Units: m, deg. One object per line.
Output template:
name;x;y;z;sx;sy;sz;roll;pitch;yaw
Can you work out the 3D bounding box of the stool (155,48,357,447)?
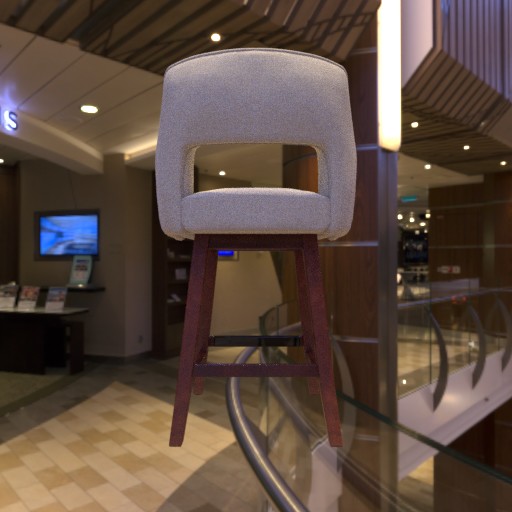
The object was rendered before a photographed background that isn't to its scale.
stool;0.000;0.000;1.265;0.550;0.936;0.560;0;0;0
